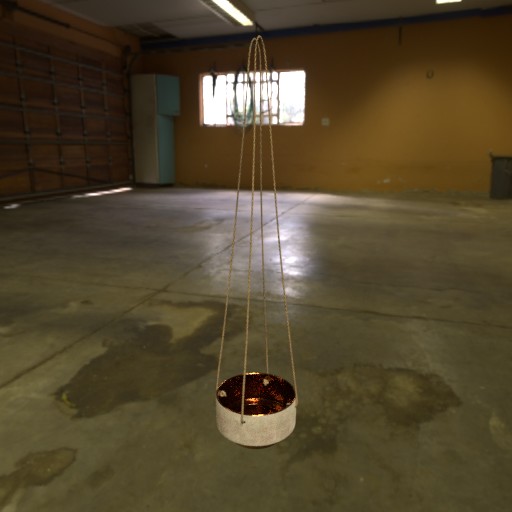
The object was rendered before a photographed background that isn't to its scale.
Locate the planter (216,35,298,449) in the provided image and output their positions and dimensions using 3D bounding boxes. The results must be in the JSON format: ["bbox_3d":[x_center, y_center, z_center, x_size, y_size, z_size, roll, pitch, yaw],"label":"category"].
[{"bbox_3d":[0.000,0.000,1.138,0.223,1.030,0.223,-7,16,-27],"label":"planter"}]
